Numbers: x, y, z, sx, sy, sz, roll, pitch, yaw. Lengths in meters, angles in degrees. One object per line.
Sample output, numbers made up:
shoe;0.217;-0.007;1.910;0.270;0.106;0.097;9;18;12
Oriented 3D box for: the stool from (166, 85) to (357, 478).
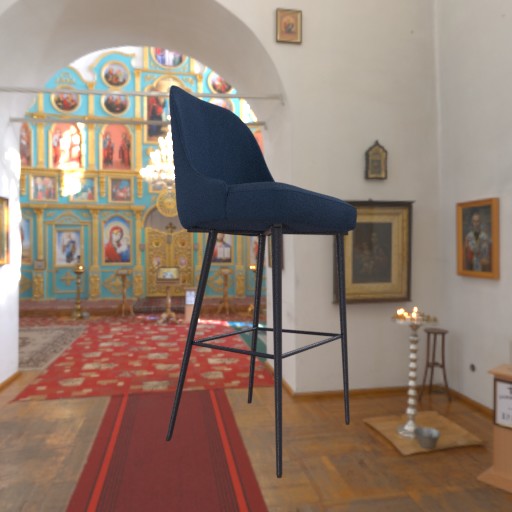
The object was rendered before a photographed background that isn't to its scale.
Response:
stool;0.000;0.000;1.370;0.489;1.079;0.527;0;-1;34
